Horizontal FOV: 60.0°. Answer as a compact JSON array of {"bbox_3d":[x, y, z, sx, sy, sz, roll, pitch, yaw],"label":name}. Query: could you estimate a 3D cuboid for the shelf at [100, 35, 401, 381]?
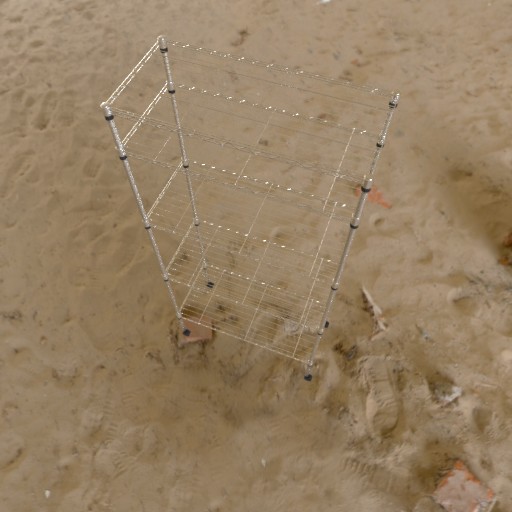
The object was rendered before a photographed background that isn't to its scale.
[{"bbox_3d":[0.000,0.000,1.863,0.762,1.587,0.356,18,60,11],"label":"shelf"}]
